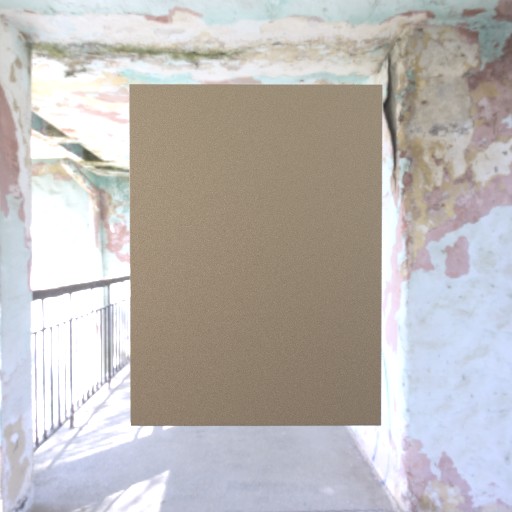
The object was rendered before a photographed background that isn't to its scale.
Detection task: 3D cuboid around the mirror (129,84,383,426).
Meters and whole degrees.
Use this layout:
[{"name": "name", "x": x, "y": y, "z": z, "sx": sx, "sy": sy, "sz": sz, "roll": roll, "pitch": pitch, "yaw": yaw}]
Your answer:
[{"name": "mirror", "x": 0.000, "y": 0.000, "z": 1.343, "sx": 0.756, "sy": 1.023, "sz": 0.032, "roll": 0, "pitch": 1, "yaw": 0}]
